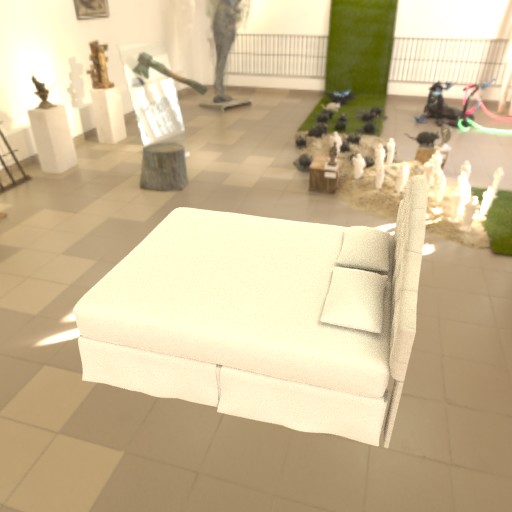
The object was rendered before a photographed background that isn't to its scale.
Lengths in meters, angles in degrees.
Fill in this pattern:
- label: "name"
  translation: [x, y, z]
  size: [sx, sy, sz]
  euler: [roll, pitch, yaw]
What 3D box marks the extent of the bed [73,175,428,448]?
- label: "bed"
  translation: [0.000, 0.000, 3.783]
  size: [2.477, 1.617, 2.039]
  euler: [8, 32, 14]
